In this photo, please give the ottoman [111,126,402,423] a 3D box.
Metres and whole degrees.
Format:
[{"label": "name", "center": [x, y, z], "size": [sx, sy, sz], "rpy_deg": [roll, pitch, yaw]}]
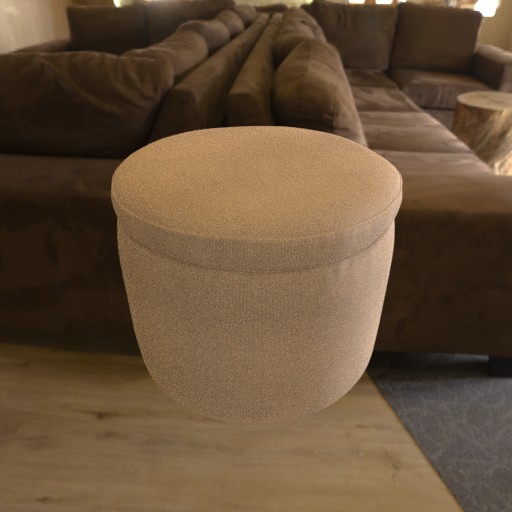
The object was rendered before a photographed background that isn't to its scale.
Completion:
[{"label": "ottoman", "center": [0.000, 0.000, 0.859], "size": [0.497, 0.409, 0.497], "rpy_deg": [0, 32, 0]}]
